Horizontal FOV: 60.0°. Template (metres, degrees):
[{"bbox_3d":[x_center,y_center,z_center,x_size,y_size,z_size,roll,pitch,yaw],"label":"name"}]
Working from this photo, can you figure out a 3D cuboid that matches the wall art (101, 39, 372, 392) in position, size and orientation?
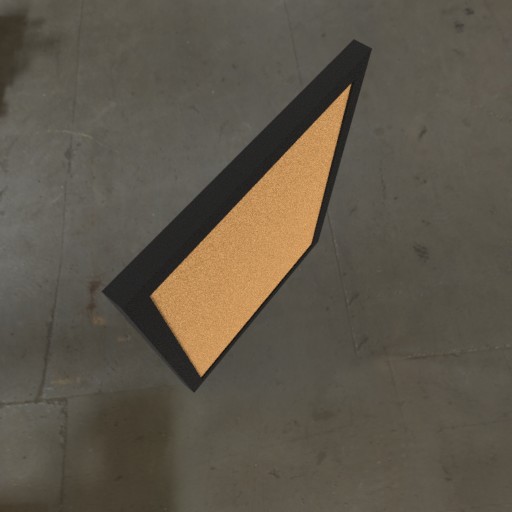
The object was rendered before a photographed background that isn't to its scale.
[{"bbox_3d":[0.000,0.000,0.764,0.029,0.559,0.457,36,70,15],"label":"wall art"}]
